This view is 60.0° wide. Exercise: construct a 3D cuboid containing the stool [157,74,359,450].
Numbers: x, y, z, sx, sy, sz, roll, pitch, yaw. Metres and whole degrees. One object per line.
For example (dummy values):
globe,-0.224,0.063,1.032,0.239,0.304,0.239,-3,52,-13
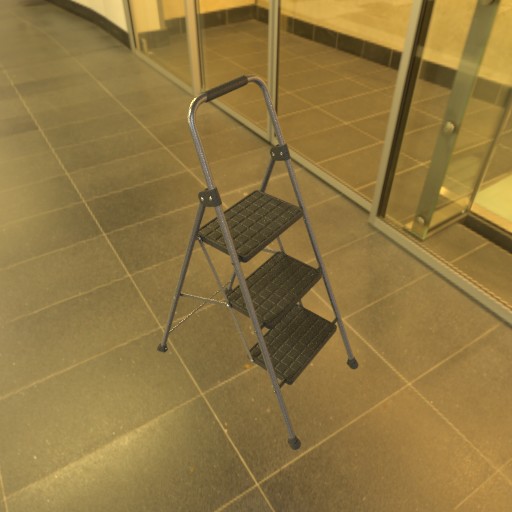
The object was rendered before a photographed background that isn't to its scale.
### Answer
stool,0.000,0.000,1.516,0.733,1.121,0.473,27,47,28
